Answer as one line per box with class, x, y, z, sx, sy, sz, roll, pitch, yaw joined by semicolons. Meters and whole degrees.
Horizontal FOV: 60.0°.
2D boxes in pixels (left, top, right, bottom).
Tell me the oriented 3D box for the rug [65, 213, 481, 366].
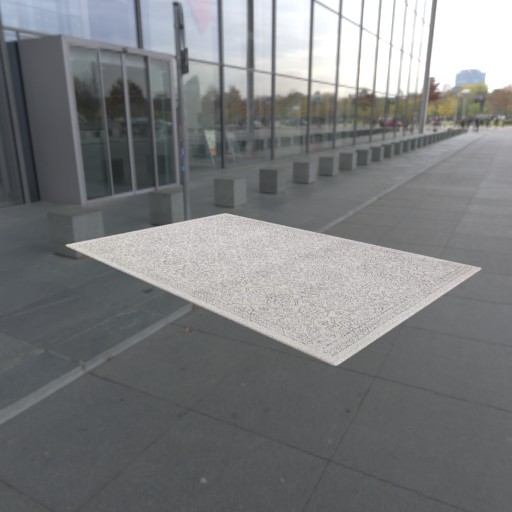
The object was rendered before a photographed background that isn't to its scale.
rug;0.000;0.000;2.889;2.286;0.011;1.524;16;24;42
